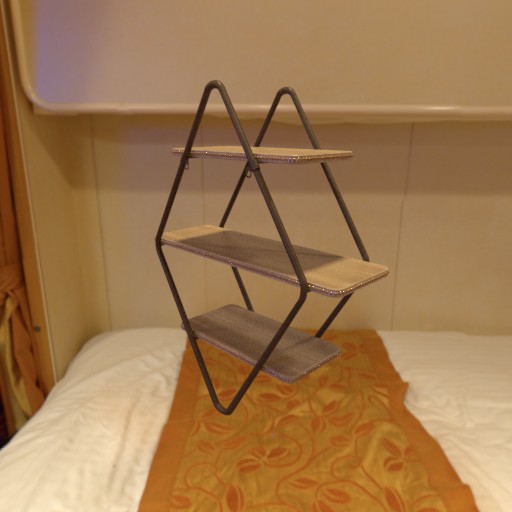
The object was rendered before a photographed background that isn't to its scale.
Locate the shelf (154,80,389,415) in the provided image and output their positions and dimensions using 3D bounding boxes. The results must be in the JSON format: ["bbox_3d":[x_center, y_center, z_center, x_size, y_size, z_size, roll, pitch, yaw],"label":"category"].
[{"bbox_3d":[0.000,0.000,1.062,0.609,0.774,0.234,16,22,43],"label":"shelf"}]
